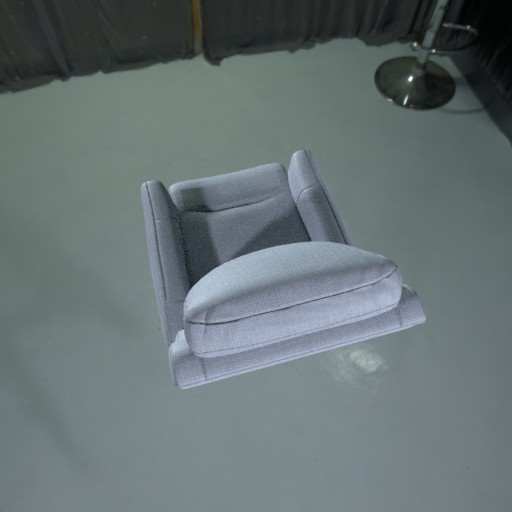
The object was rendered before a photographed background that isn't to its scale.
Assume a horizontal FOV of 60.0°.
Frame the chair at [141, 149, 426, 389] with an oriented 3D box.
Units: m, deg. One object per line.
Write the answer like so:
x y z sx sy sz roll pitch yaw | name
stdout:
0.000 0.000 1.746 0.829 1.030 1.080 -13 61 -8 | chair
